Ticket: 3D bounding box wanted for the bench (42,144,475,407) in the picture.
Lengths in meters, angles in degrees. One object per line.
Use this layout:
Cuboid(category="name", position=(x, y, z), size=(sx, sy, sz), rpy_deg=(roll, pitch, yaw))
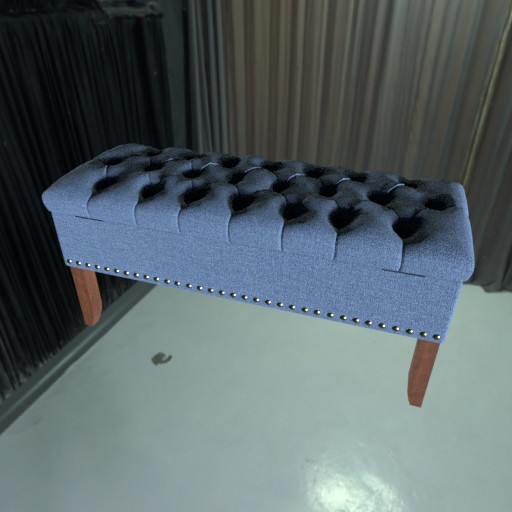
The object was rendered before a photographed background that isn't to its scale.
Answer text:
Cuboid(category="bench", position=(0.000, 0.000, 1.286), size=(1.052, 0.492, 0.417), rpy_deg=(10, 34, 15))
